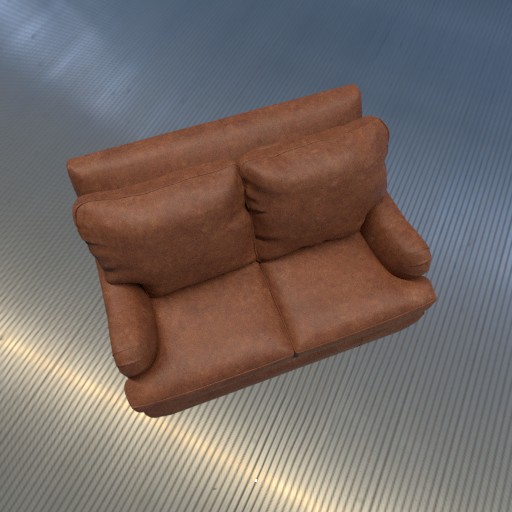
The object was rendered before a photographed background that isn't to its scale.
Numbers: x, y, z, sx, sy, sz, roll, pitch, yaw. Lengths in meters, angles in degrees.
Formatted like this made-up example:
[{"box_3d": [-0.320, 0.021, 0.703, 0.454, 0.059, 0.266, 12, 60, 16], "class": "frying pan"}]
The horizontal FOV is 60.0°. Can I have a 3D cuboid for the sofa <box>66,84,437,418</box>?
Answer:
[{"box_3d": [0.000, 0.000, 2.208, 1.527, 1.004, 1.077, -18, 65, -9], "class": "sofa"}]
